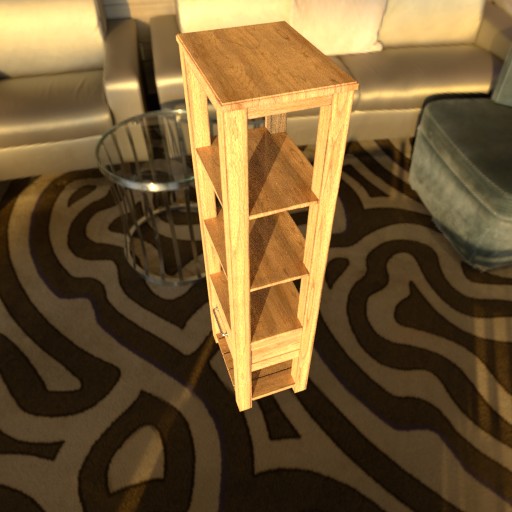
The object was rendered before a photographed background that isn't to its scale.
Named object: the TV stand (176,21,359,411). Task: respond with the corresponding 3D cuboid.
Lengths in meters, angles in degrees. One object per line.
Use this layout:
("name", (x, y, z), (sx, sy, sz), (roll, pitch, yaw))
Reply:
("TV stand", (0.000, 0.000, 2.072), (0.435, 1.828, 0.565), (-14, 47, -14))
